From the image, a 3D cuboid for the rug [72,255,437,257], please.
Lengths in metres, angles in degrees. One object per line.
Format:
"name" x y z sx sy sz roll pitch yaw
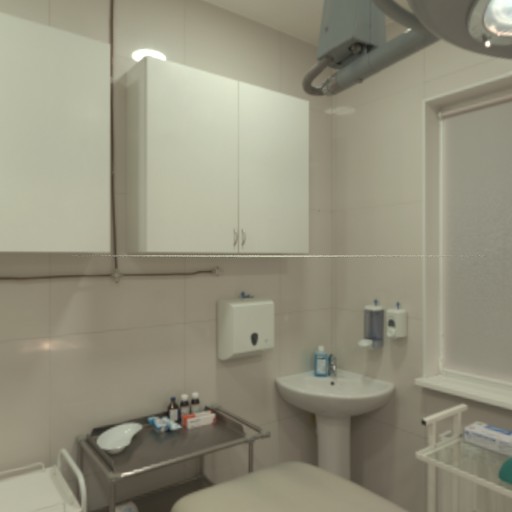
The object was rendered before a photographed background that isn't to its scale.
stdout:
"rug" 0.000 0.000 4.060 2.453 0.004 3.037 0 0 -37
